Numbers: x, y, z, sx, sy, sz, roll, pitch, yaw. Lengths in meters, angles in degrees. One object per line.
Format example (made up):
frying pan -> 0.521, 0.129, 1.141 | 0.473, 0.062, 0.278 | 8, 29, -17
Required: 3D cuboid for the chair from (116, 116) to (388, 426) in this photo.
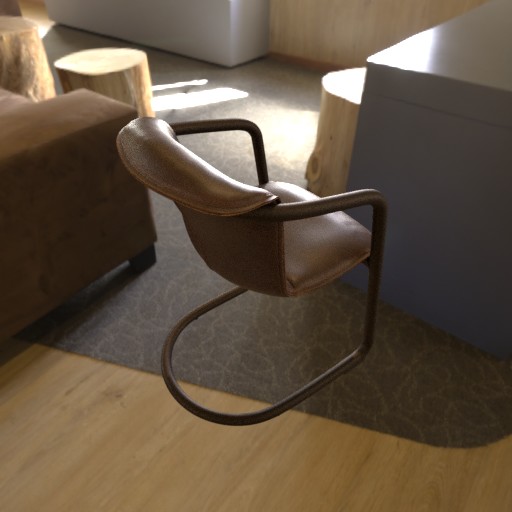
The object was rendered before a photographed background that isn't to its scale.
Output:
chair -> 0.000, 0.000, 1.283 | 0.664, 0.836, 0.536 | -25, 46, -27
